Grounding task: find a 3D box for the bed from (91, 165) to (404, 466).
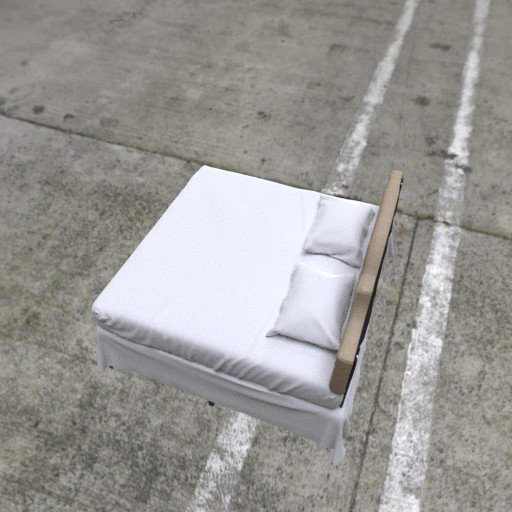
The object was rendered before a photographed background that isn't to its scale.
[{"bbox_3d":[0.000,0.000,3.703,2.222,1.631,2.303,16,49,14],"label":"bed"}]
